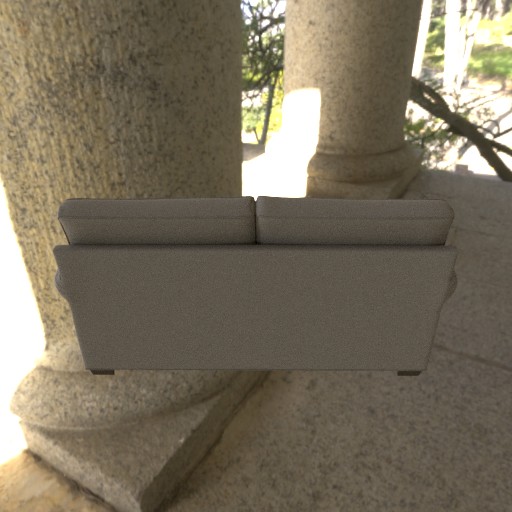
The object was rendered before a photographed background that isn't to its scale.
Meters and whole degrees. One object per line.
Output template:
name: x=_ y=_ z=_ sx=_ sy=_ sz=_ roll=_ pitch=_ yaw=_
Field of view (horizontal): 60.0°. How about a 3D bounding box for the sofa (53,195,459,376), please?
sofa: x=0.000 y=0.000 z=2.438 sx=1.930 sy=0.952 sz=0.940 roll=0 pitch=29 yaw=0
